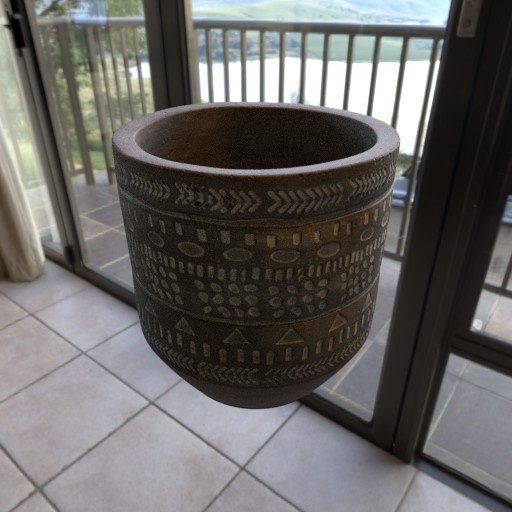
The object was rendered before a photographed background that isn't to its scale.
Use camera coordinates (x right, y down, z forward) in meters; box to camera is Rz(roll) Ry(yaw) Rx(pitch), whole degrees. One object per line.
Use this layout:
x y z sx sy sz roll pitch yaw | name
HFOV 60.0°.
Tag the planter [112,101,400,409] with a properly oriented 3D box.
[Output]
0.000 0.000 0.260 0.142 0.149 0.142 0 30 0 | planter
